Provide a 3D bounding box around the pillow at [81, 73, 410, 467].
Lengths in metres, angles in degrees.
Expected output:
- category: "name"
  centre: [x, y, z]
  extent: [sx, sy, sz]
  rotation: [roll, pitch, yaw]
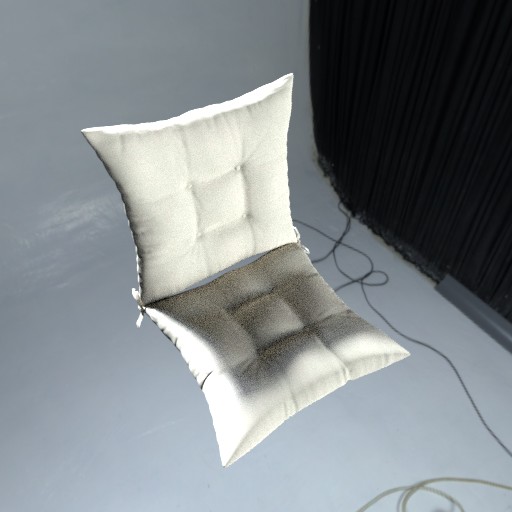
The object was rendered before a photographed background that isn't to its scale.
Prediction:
- category: "pillow"
  centre: [0.000, 0.000, 0.988]
  extent: [0.541, 0.536, 0.585]
  rotation: [-23, 49, -22]
